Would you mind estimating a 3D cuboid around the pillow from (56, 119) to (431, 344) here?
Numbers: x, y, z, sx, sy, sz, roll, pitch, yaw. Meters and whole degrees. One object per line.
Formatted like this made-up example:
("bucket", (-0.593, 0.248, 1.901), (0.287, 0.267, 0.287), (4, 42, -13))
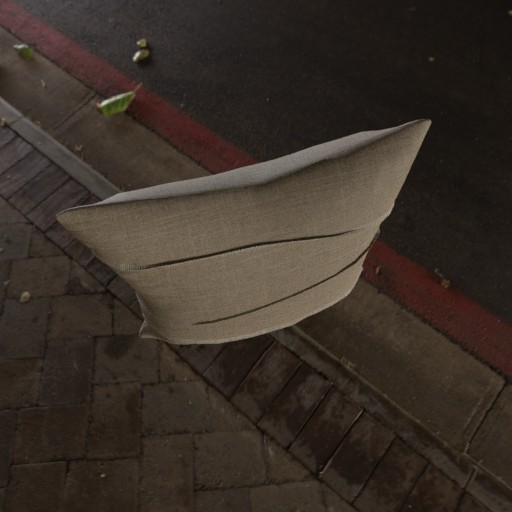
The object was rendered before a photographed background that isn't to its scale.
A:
("pillow", (0.000, 0.000, 0.632), (0.424, 0.400, 0.169), (-16, 64, -8))
